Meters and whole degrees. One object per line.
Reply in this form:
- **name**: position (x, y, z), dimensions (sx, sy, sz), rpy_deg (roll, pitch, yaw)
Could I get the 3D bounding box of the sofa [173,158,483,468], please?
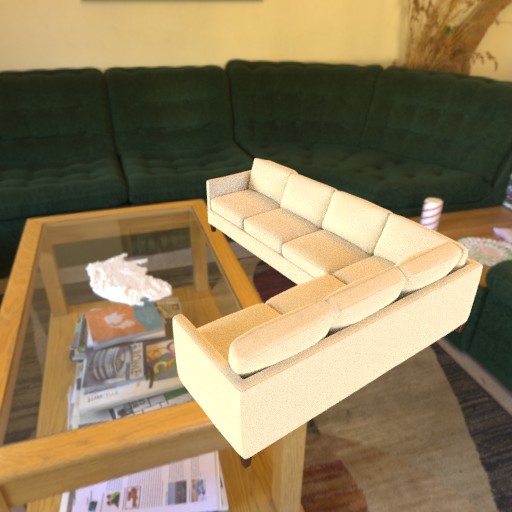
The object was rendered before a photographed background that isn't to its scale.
- **sofa**: position (0.000, 0.000, 4.478), dimensions (2.593, 0.947, 3.302), rpy_deg (-19, 35, -30)
